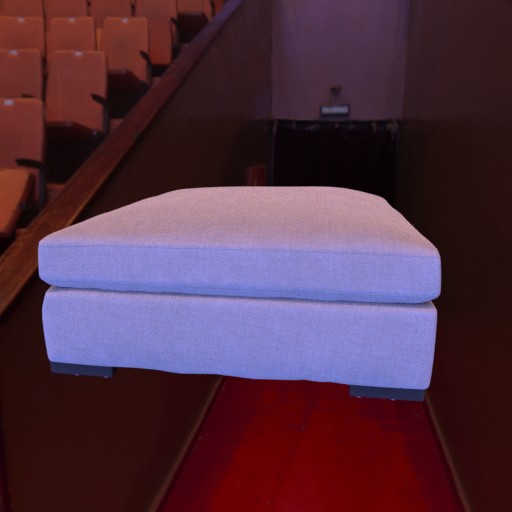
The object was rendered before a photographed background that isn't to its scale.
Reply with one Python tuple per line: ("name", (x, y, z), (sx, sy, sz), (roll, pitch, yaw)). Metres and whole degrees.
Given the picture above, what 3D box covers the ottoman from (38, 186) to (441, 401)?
("ottoman", (0.000, 0.000, 1.790), (1.171, 0.517, 1.203), (2, 14, 8))
